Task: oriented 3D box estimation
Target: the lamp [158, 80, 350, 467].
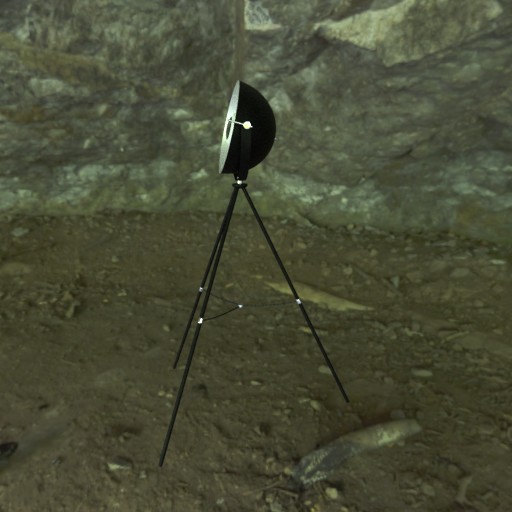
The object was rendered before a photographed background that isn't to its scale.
[{"bbox_3d":[0.000,0.000,2.049,0.920,1.512,0.817,-2,15,-9],"label":"lamp"}]
